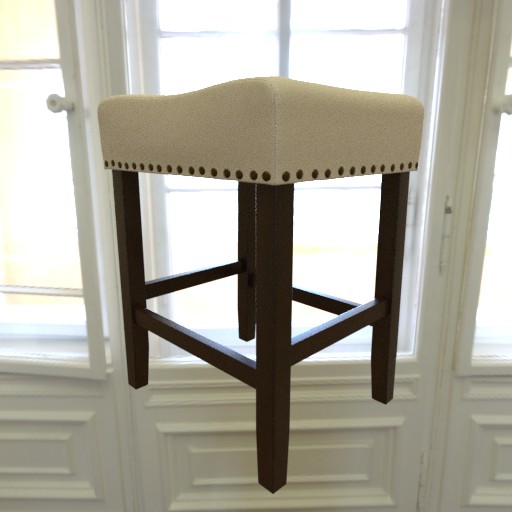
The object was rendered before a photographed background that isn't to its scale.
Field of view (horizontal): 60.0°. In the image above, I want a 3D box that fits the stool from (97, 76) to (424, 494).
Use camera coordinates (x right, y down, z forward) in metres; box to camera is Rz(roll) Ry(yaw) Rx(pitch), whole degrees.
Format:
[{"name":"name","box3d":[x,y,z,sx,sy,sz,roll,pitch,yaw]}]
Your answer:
[{"name":"stool","box3d":[0.000,0.000,0.888,0.401,0.609,0.471,-14,20,-43]}]
